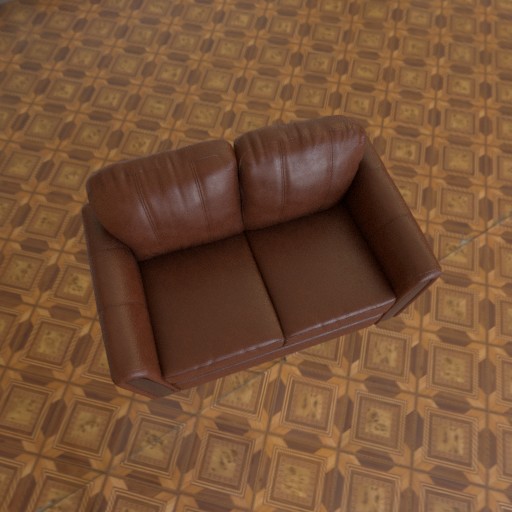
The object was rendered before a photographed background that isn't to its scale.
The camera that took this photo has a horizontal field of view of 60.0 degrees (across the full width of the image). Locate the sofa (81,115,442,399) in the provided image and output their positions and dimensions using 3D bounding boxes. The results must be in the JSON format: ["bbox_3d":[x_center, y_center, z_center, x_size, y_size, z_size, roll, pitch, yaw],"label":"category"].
[{"bbox_3d":[0.000,0.000,2.024,1.406,0.906,0.805,-17,65,-8],"label":"sofa"}]
